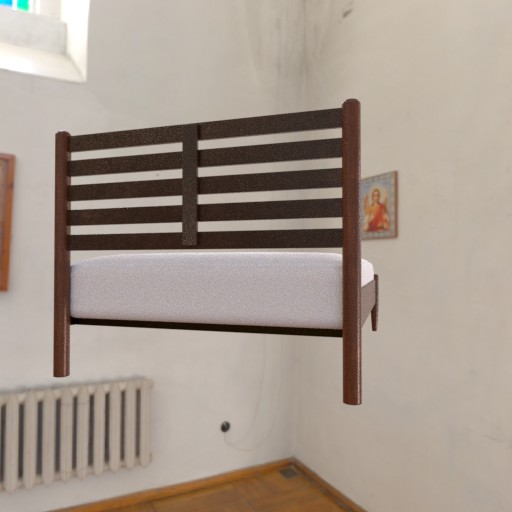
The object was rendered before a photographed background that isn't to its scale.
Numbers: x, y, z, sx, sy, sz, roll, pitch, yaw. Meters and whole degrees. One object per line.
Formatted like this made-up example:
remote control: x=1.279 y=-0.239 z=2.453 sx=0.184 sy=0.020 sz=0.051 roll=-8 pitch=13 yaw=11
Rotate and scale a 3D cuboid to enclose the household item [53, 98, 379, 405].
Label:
household item: x=0.000 y=0.000 z=3.252 sx=1.663 sy=1.356 sz=2.232 roll=0 pitch=-1 yaw=18
